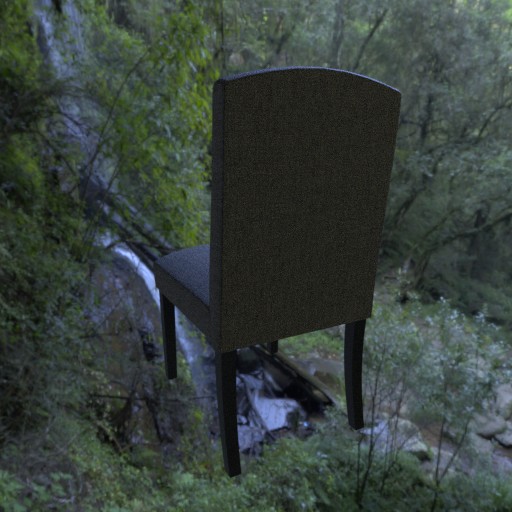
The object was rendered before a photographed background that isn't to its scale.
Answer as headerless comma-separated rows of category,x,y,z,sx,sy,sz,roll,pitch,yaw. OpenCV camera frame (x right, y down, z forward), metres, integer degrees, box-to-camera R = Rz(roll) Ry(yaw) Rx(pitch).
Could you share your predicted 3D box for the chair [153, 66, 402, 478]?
chair,0.000,0.000,1.241,0.451,0.917,0.580,-8,17,-27
